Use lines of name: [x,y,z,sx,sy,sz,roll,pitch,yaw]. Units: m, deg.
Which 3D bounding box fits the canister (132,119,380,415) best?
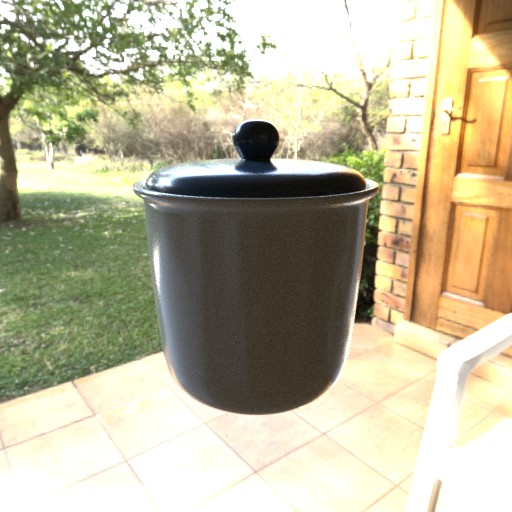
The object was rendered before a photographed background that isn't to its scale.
canister: [0.000,0.000,0.353,0.182,0.208,0.182,0,16,0]
